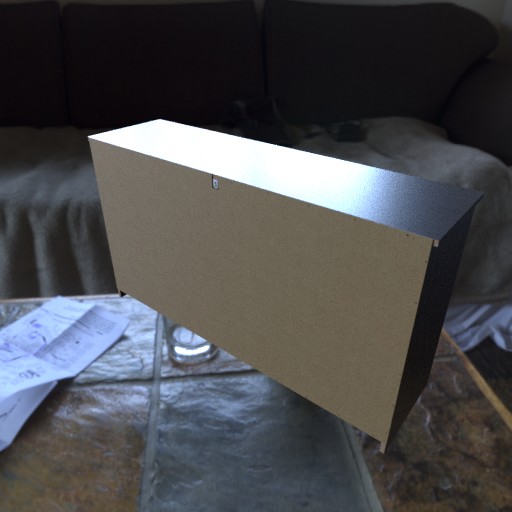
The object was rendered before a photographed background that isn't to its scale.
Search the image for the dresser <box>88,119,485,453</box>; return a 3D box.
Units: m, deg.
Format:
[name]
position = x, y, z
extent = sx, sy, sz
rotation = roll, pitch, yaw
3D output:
[dresser]
position = 0.000, 0.000, 1.676
extent = 1.360, 0.755, 0.401
rotation = 22, 37, 33
